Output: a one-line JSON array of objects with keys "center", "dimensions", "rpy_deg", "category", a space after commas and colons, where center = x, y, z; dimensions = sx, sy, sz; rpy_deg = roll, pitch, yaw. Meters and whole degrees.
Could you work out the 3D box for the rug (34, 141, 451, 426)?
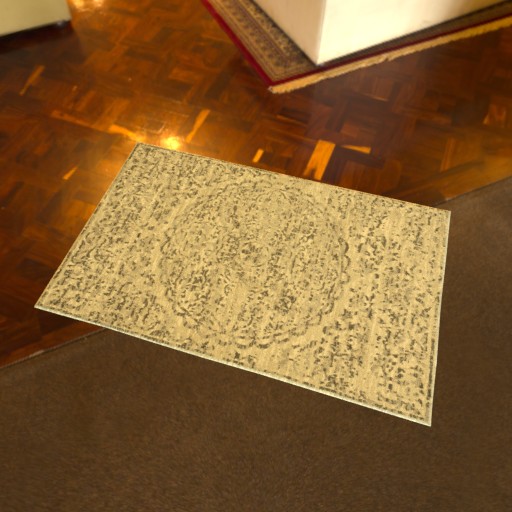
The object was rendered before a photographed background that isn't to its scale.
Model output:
[{"center": [0.000, 0.000, 2.977], "dimensions": [2.447, 0.021, 1.527], "rpy_deg": [14, 59, 9], "category": "rug"}]
